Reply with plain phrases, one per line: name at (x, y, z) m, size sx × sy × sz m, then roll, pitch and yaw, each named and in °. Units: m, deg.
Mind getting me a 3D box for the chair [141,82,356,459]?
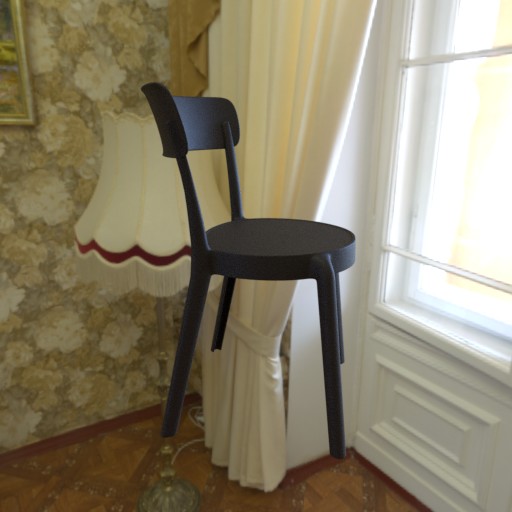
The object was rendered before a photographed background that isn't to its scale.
chair at (0.000, 0.000, 1.125) m, size 0.491 × 0.790 × 0.506 m, roll 3°, pitch 17°, yaw 10°
